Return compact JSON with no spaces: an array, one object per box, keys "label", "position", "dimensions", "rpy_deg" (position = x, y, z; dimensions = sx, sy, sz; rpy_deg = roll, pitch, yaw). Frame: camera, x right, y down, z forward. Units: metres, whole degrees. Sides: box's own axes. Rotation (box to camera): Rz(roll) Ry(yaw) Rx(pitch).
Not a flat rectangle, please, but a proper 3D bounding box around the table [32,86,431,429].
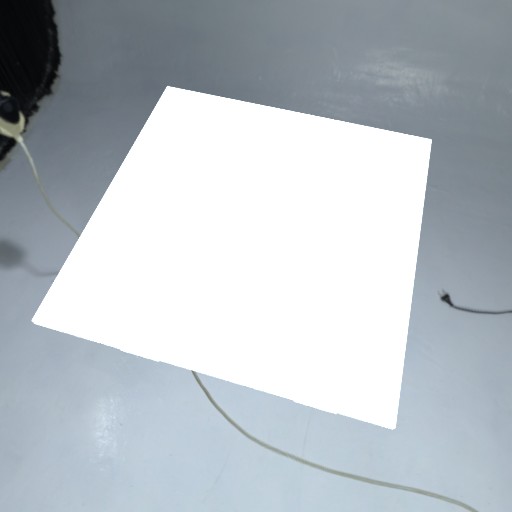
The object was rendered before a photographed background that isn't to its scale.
[{"label":"table","position":[0.000,0.000,1.068],"dimensions":[0.670,0.305,0.670],"rpy_deg":[14,61,8]}]
